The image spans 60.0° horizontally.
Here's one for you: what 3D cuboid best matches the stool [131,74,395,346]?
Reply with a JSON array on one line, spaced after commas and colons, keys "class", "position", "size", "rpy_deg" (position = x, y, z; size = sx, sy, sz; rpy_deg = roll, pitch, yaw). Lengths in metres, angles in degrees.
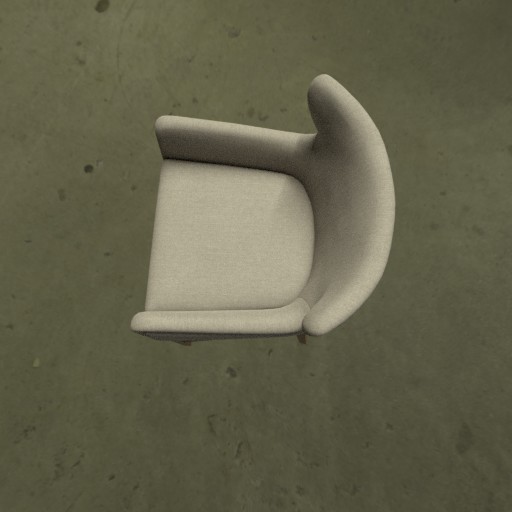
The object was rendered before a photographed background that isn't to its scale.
[{"class": "stool", "position": [0.000, 0.000, 1.391], "size": [0.575, 1.047, 0.575], "rpy_deg": [3, 75, 1]}]
